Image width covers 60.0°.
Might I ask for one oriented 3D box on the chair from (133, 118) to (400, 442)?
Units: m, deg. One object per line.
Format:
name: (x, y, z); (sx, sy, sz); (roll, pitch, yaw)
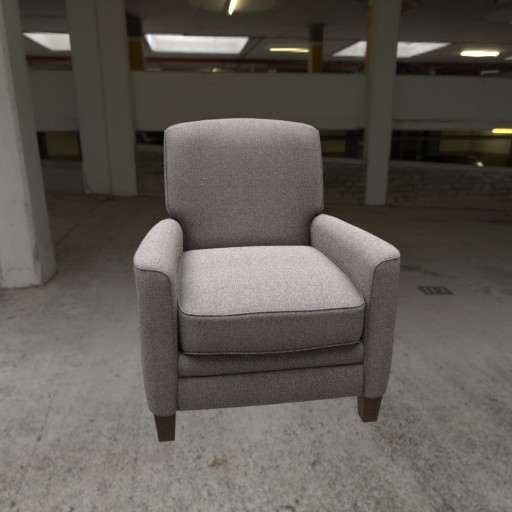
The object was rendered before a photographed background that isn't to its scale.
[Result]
chair: (0.000, 0.000, 1.698); (0.848, 1.014, 0.864); (-2, 17, -8)
